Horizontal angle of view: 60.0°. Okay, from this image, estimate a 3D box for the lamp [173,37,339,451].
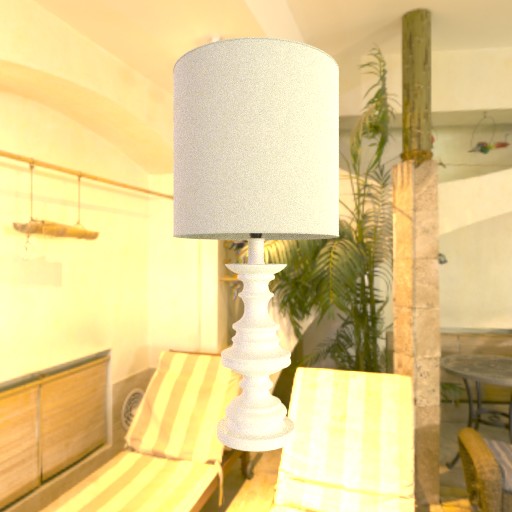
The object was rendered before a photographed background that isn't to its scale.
[{"bbox_3d":[0.000,0.000,0.565,0.208,0.455,0.208,0,0,17],"label":"lamp"}]
